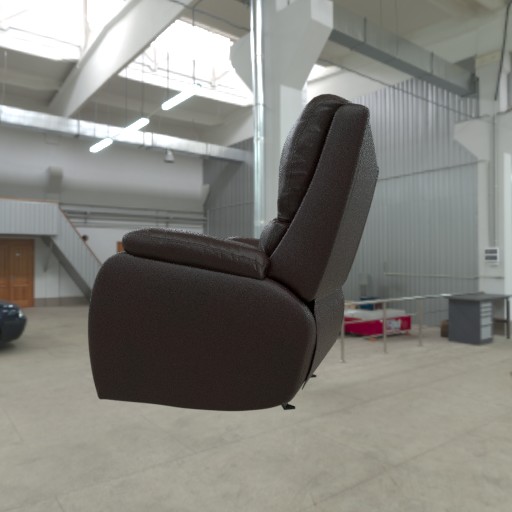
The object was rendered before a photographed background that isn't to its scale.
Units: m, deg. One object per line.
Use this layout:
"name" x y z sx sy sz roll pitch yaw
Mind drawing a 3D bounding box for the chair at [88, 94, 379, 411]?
"chair" 0.000 0.000 1.721 0.899 1.011 0.930 0 -1 17
